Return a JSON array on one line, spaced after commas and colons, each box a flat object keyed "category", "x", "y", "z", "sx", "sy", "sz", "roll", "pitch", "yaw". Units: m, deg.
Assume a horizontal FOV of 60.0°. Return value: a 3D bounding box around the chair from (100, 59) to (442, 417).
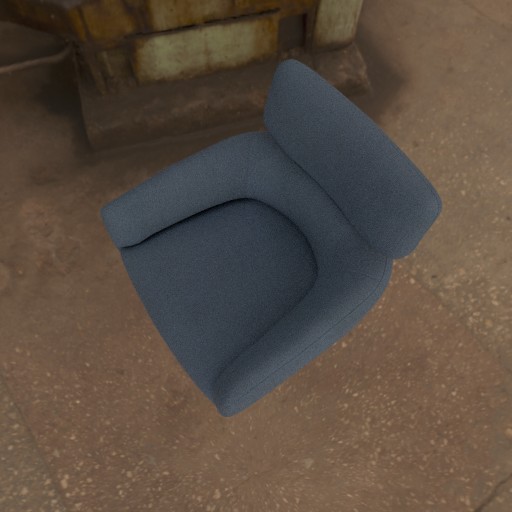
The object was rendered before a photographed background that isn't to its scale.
[{"category": "chair", "x": 0.000, "y": 0.000, "z": 1.417, "sx": 0.761, "sy": 0.813, "sz": 0.738, "roll": -32, "pitch": 68, "yaw": -15}]
